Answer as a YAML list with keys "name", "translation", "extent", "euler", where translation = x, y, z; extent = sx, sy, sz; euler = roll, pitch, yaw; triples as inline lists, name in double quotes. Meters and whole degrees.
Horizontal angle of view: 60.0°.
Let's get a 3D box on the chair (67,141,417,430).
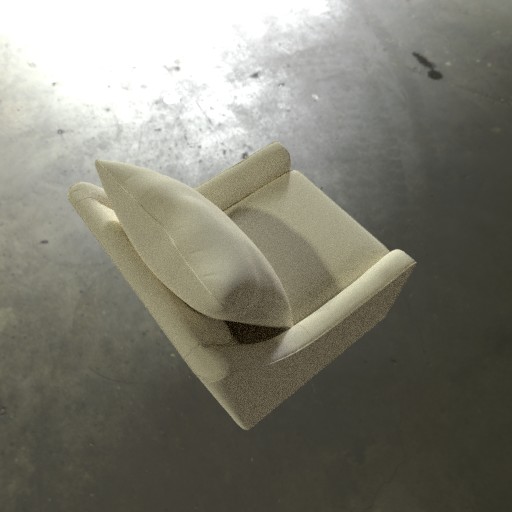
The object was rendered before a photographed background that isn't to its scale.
- name: "chair"
  translation: [0.000, 0.000, 1.576]
  extent: [0.876, 0.965, 0.756]
  euler: [-34, 64, -19]
